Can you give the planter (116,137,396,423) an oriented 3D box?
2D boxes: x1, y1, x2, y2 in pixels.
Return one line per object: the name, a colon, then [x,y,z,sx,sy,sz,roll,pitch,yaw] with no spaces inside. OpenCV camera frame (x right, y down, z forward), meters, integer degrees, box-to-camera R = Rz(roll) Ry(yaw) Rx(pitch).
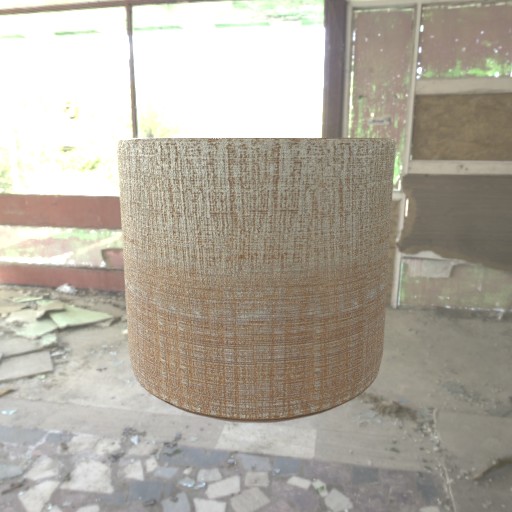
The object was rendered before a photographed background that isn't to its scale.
planter: [0.000,0.000,0.188,0.109,0.096,0.109,0,14,0]
